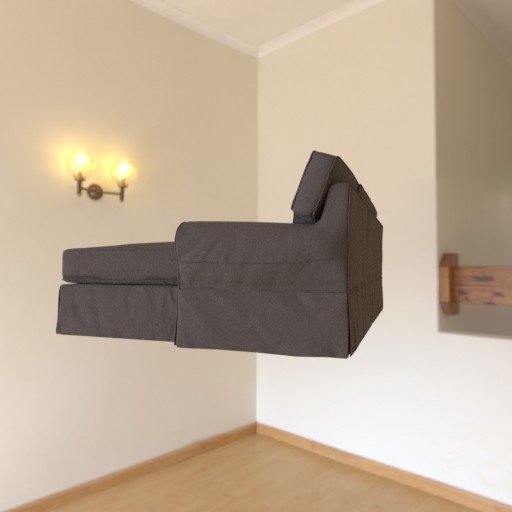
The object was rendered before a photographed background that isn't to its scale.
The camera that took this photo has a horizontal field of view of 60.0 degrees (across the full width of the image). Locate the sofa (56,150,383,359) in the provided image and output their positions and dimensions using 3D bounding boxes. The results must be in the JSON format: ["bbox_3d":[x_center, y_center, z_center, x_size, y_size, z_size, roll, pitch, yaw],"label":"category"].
[{"bbox_3d":[0.000,0.000,3.375,1.733,0.978,2.475,0,-1,19],"label":"sofa"}]
